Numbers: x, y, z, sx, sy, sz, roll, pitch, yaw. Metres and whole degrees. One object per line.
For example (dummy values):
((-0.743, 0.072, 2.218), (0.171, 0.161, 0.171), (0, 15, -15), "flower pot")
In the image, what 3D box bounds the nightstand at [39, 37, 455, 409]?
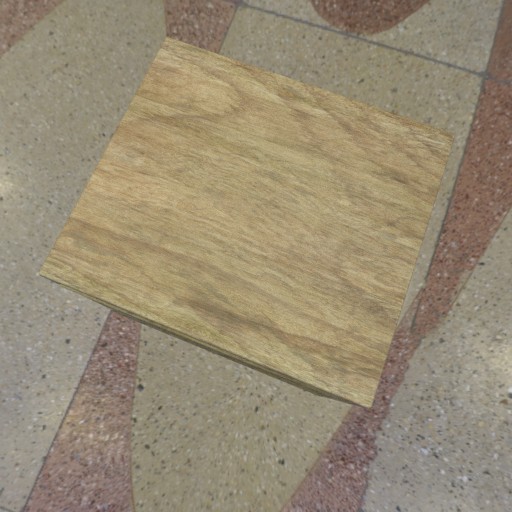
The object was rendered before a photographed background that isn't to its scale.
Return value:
((0.000, 0.000, 0.876), (0.457, 0.559, 0.406), (21, 76, 6), "nightstand")
